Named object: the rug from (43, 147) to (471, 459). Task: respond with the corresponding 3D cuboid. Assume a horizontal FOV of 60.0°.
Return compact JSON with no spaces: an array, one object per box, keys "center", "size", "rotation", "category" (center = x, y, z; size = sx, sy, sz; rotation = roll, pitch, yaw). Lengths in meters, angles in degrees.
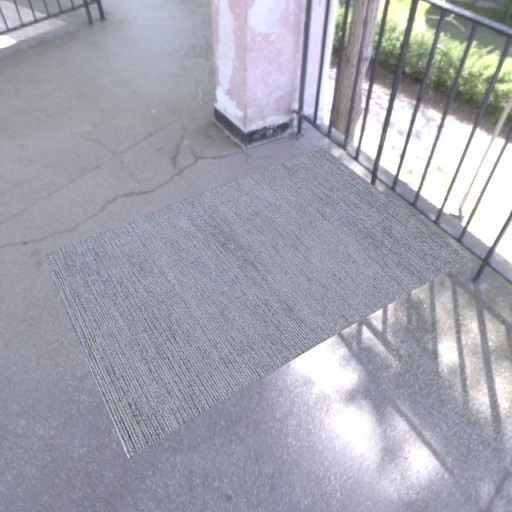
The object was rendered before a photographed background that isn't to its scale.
[{"center":[0.000,0.000,2.199],"size":[1.789,0.021,1.159],"rotation":[-25,52,-21],"category":"rug"}]
